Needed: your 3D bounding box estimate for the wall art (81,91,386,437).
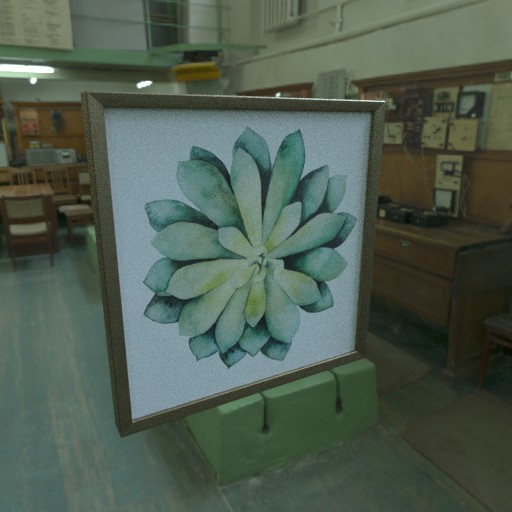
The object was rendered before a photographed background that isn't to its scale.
[{"bbox_3d":[0.000,0.000,0.751,0.503,0.506,0.040,-9,19,-28],"label":"wall art"}]
